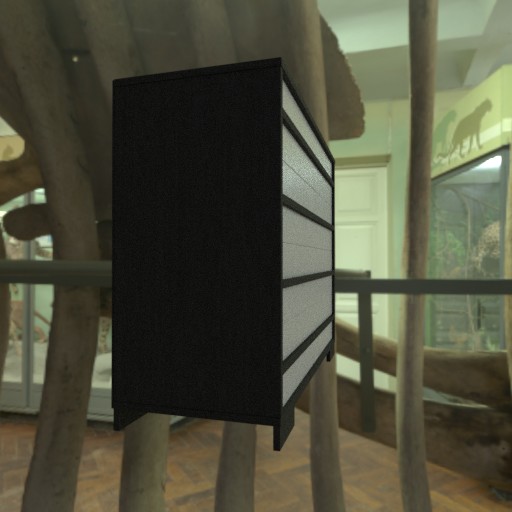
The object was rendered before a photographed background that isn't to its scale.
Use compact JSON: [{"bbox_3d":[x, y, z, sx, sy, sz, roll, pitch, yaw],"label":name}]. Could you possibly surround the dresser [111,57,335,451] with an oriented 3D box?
[{"bbox_3d":[0.000,0.000,1.448,0.404,0.816,0.994,0,-1,16],"label":"dresser"}]
